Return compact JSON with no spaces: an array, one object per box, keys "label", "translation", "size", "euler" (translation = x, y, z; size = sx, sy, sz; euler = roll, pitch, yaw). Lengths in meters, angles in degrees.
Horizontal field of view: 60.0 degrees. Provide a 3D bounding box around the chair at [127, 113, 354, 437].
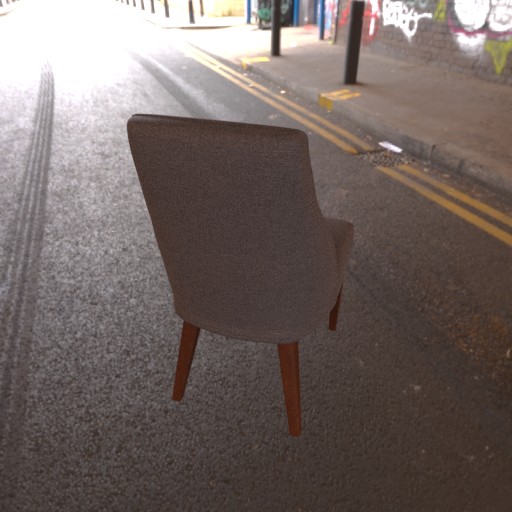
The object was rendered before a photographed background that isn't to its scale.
[{"label":"chair","translation":[0.000,0.000,1.304],"size":[0.500,0.930,0.620],"euler":[11,34,16]}]
